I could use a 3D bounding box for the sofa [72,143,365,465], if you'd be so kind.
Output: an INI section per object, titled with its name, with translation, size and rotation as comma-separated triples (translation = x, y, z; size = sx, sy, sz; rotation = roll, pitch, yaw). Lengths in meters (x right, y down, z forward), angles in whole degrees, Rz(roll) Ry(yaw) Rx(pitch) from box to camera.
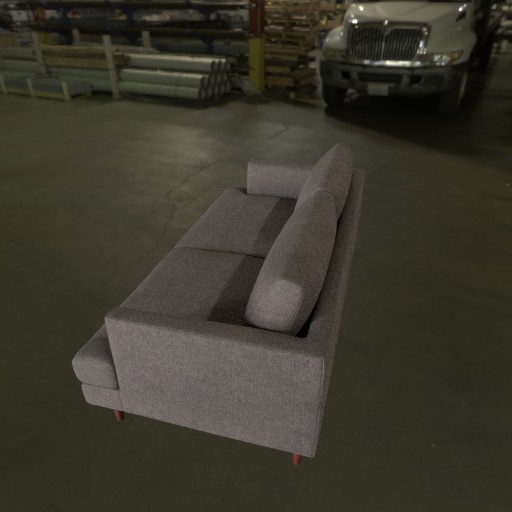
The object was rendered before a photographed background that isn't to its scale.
[sofa]
translation = 0.000, 0.000, 2.461
size = 1.020, 0.868, 1.948
rotation = 8, 31, 14
